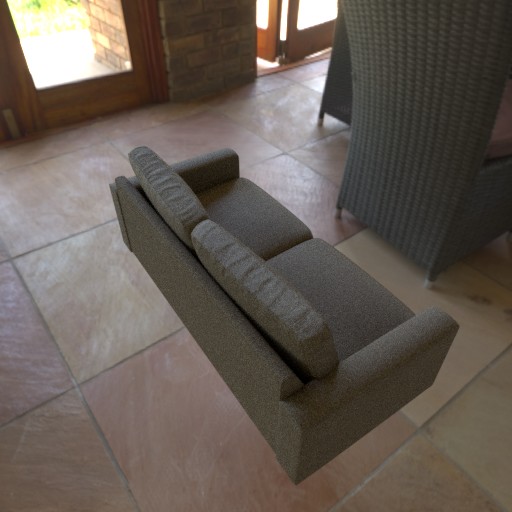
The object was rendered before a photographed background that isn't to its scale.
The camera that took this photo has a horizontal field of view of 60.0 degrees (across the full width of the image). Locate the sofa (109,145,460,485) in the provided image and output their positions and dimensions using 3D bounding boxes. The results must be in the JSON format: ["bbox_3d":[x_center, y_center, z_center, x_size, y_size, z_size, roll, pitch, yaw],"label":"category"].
[{"bbox_3d":[0.000,0.000,2.698,1.016,0.873,2.179,-24,47,-25],"label":"sofa"}]
